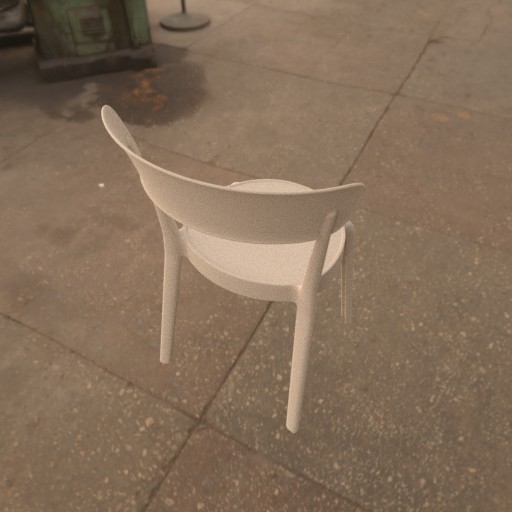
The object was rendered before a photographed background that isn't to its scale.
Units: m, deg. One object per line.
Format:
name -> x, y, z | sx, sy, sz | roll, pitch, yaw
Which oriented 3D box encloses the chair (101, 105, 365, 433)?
chair -> 0.000, 0.000, 1.092 | 0.506, 0.790, 0.491 | 22, 49, 20
